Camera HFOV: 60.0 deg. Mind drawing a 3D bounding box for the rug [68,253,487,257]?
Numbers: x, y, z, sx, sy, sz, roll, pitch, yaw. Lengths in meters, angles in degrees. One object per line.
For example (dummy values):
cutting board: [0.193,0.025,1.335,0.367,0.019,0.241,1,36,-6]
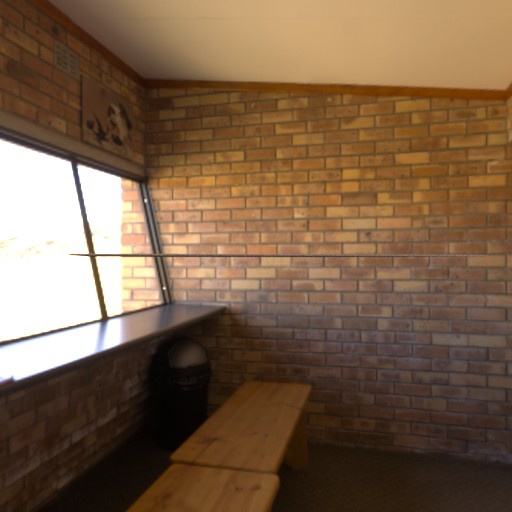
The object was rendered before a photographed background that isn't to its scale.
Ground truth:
rug: [0.000,0.000,4.072,2.980,0.012,2.363,0,0,-18]
